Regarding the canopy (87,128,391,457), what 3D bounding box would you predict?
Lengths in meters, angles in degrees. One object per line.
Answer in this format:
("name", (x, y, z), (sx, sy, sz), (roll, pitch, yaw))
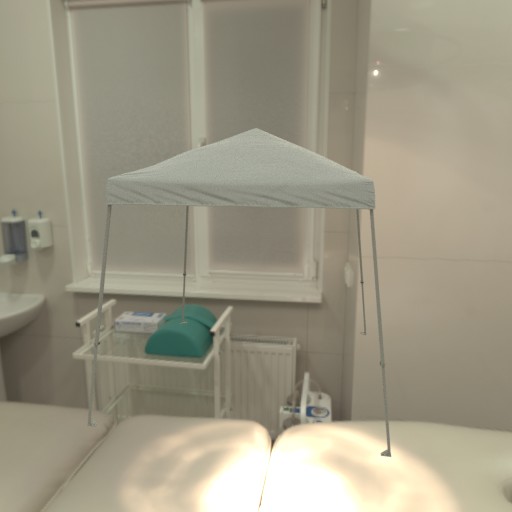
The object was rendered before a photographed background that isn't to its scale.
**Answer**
("canopy", (0.000, 0.000, 5.132), (2.849, 2.849, 2.848), (2, 12, 9))
